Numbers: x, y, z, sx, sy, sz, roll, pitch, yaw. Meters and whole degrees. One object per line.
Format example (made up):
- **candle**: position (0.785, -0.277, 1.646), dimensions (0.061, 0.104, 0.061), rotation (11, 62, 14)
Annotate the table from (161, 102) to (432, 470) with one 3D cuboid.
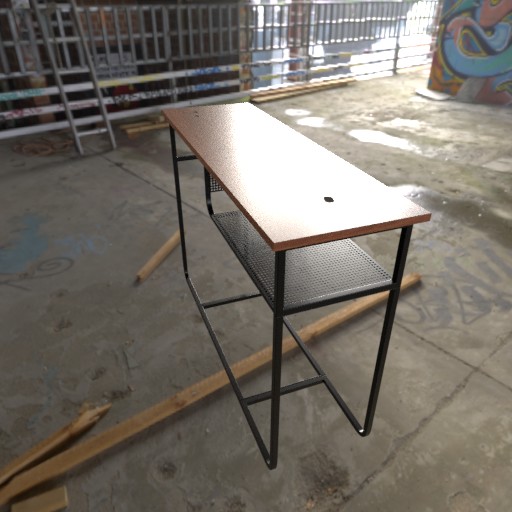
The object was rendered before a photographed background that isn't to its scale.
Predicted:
- **table**: position (0.000, 0.000, 1.486), dimensions (0.350, 0.750, 1.100), rotation (-11, 33, -18)
